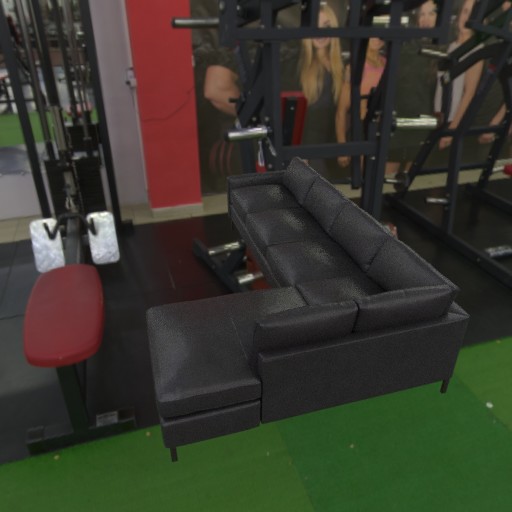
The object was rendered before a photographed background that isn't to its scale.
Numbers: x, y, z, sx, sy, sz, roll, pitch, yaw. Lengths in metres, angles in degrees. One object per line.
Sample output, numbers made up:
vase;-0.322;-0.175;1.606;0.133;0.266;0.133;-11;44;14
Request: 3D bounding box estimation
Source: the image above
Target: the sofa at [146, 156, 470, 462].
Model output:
sofa;0.000;0.000;3.811;1.938;0.877;2.984;-8;31;-14
